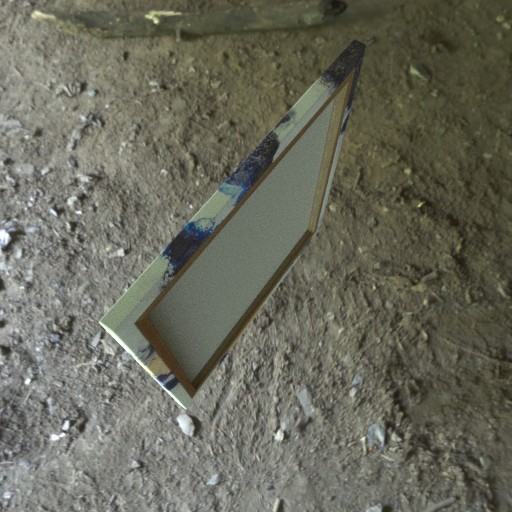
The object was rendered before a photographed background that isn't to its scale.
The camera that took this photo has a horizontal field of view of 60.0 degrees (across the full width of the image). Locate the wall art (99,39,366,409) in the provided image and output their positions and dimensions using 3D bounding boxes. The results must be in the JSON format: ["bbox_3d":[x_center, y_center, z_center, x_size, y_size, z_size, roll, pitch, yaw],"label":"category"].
[{"bbox_3d":[0.000,0.000,1.312,0.038,0.885,0.887,32,67,15],"label":"wall art"}]
